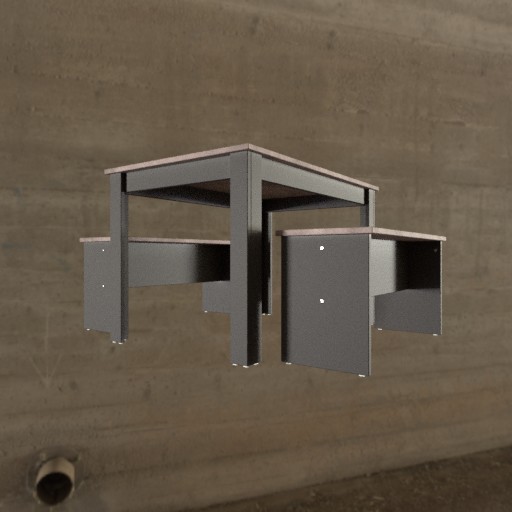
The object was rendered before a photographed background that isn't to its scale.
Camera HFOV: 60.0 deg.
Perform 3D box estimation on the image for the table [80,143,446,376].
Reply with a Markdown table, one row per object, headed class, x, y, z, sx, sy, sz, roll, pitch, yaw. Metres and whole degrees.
| class | x | y | z | sx | sy | sz | roll | pitch | yaw |
| --- | --- | --- | --- | --- | --- | --- | --- | --- | --- |
| table | 0.000 | 0.000 | 2.028 | 1.443 | 0.700 | 1.100 | 0 | 0 | 36 |
